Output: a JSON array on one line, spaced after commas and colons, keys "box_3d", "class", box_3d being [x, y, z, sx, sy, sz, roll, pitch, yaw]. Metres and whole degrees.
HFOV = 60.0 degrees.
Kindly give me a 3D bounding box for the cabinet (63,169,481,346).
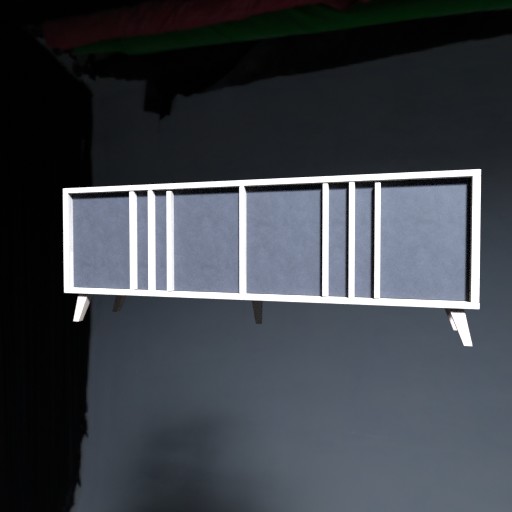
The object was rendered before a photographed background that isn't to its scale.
[{"box_3d": [0.000, 0.000, 2.492, 2.198, 0.779, 0.499, 0, 2, 18], "class": "cabinet"}]
